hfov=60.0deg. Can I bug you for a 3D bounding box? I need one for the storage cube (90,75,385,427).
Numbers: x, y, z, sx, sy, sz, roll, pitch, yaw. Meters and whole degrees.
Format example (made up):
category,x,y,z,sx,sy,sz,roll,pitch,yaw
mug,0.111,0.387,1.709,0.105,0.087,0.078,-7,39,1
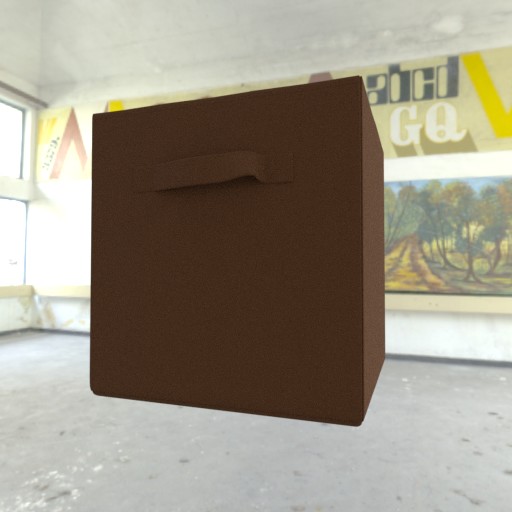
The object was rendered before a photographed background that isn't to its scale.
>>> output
category,x,y,z,sx,sy,sz,roll,pitch,yaw
storage cube,0.000,0.000,0.504,0.270,0.280,0.270,-1,-2,20
